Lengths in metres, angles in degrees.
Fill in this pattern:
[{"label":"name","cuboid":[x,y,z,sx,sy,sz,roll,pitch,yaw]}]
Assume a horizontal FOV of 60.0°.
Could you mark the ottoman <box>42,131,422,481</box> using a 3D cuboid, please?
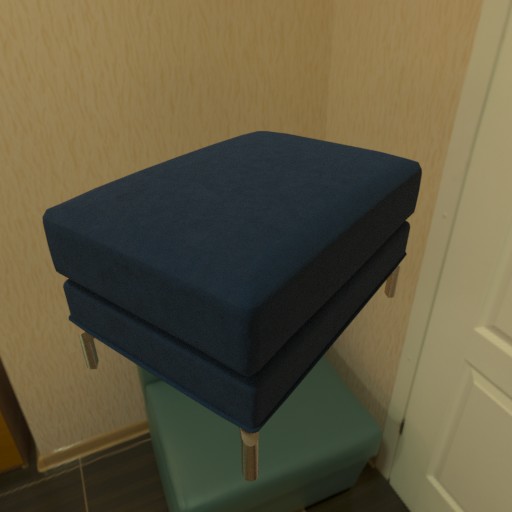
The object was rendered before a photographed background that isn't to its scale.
[{"label":"ottoman","cuboid":[0.000,0.000,1.202,0.587,0.498,0.835,20,37,30]}]
